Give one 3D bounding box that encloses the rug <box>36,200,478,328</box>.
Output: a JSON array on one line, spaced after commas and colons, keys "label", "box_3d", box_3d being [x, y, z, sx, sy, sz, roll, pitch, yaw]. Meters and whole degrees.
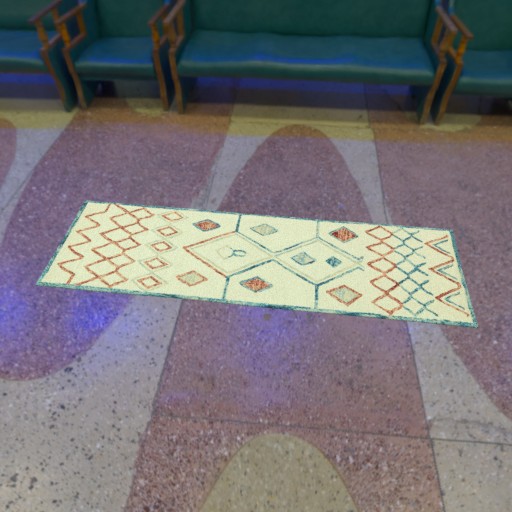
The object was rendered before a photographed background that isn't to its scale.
[{"label": "rug", "box_3d": [0.000, 0.000, 2.671, 2.435, 0.011, 0.750, 5, 47, 5]}]
